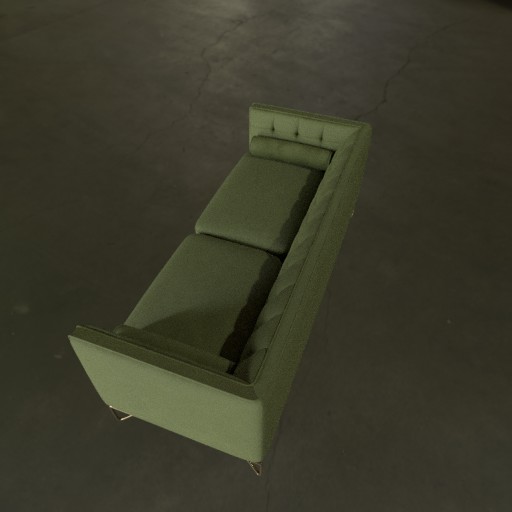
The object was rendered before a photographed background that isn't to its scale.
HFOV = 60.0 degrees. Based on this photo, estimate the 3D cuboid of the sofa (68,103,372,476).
[{"bbox_3d":[0.000,0.000,2.596,0.867,0.789,2.087,16,48,14],"label":"sofa"}]
